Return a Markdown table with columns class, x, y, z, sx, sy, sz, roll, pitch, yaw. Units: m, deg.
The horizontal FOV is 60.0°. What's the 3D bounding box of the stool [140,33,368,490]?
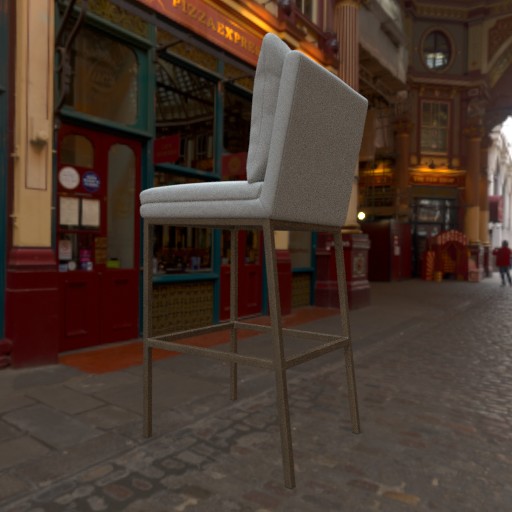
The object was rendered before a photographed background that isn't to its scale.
| class | x | y | z | sx | sy | sz | roll | pitch | yaw |
| --- | --- | --- | --- | --- | --- | --- | --- | --- | --- |
| stool | 0.000 | 0.000 | 1.396 | 0.572 | 1.125 | 0.463 | 1 | 1 | 36 |
